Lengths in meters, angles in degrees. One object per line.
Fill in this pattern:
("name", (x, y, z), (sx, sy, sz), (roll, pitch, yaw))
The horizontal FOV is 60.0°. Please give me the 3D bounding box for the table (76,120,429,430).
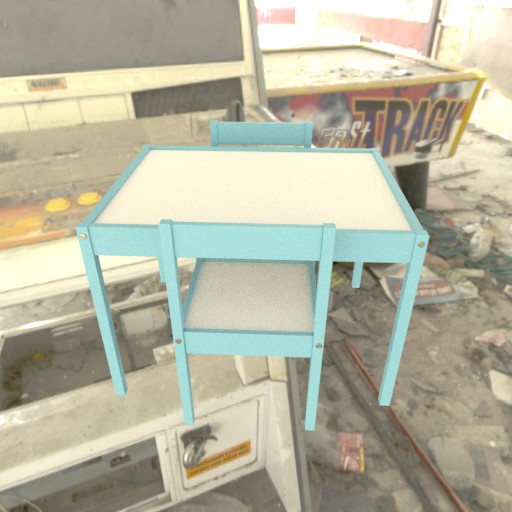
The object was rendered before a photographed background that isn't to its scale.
("table", (0.000, 0.000, 1.107), (0.639, 0.503, 0.633), (1, 32, 2))
